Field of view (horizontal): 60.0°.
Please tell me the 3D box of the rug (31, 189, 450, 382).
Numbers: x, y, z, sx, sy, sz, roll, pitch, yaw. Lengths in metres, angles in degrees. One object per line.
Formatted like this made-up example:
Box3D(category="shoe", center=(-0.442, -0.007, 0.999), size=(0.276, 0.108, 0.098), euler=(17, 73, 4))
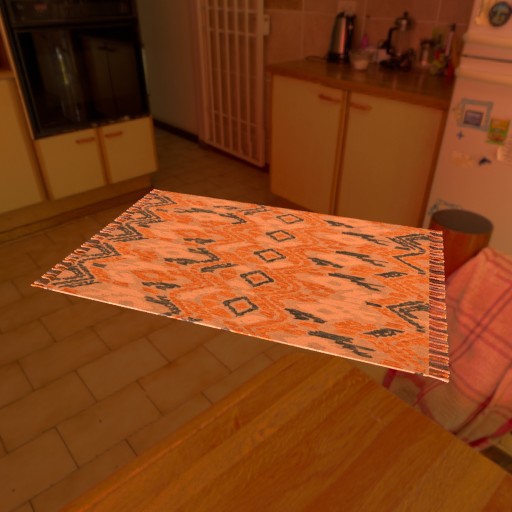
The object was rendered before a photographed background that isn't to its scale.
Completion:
Box3D(category="rug", center=(0.000, 0.000, 3.017), size=(2.428, 0.010, 1.533), euler=(10, 34, 15))
